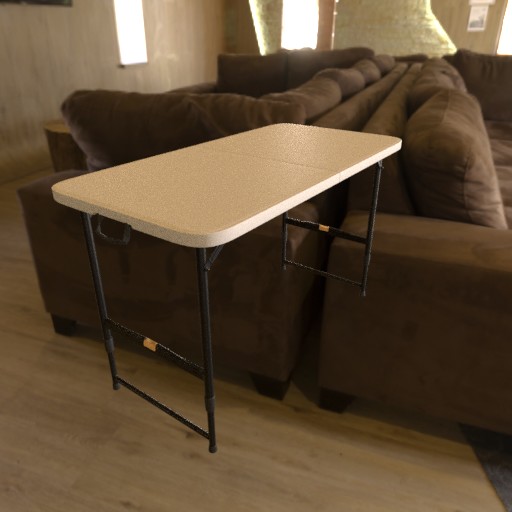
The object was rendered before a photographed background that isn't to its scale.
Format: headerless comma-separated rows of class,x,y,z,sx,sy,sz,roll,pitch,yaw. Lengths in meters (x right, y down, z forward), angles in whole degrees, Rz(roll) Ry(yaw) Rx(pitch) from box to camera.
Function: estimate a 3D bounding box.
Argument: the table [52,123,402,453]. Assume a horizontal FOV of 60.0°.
table,0.000,0.000,1.657,0.611,0.737,1.245,18,32,32
